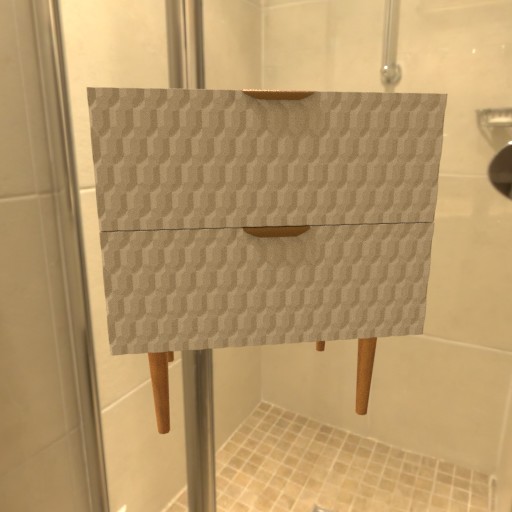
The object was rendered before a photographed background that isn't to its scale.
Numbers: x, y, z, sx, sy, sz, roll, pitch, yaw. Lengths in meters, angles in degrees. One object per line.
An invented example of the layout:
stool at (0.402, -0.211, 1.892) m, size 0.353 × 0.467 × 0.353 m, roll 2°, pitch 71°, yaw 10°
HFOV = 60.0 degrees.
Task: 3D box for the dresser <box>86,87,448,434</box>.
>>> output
dresser at (0.000, 0.000, 0.867) m, size 0.503 × 0.568 × 0.414 m, roll -2°, pitch 14°, yaw -8°
